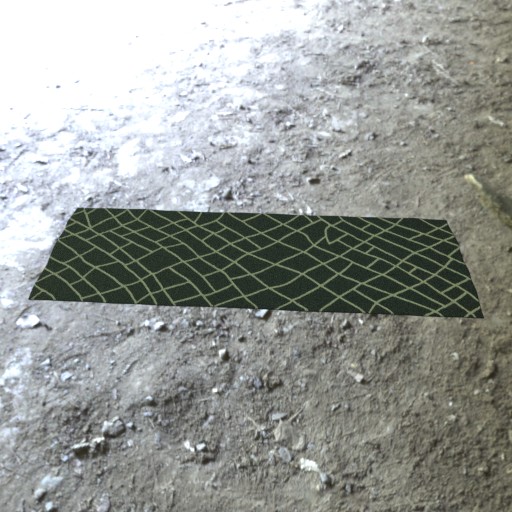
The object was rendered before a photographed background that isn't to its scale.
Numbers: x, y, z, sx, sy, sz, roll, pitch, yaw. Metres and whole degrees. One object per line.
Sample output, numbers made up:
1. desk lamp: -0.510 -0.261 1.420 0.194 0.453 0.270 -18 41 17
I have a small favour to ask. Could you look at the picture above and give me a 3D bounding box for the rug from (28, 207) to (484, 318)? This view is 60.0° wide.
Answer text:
1. rug: 0.000 0.000 2.652 2.476 0.010 0.807 2 45 2
